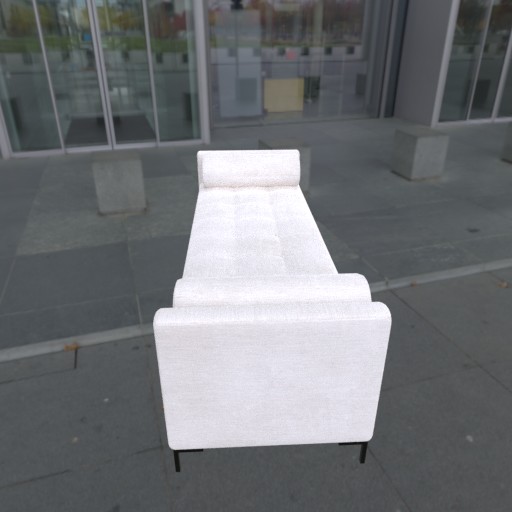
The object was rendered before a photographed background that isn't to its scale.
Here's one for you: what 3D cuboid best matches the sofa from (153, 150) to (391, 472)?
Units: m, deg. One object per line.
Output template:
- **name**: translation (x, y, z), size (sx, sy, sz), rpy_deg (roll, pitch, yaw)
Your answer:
- **sofa**: translation (0.000, 0.000, 2.257), size (0.686, 0.635, 1.981), rpy_deg (-1, 27, -3)
